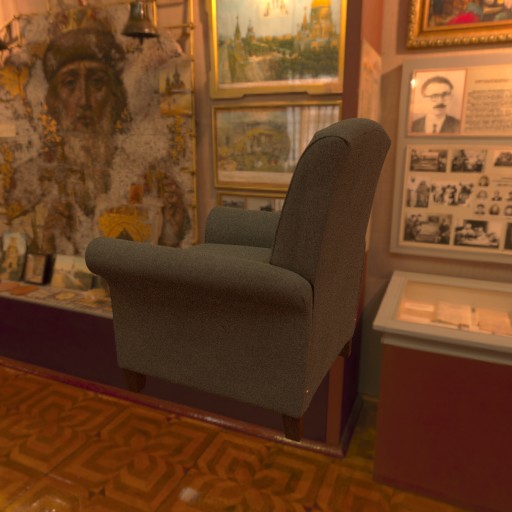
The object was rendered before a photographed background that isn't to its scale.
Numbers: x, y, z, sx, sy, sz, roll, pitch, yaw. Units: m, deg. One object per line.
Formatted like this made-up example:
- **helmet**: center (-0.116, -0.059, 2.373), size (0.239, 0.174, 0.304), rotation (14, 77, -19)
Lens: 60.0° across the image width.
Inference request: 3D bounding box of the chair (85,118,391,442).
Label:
- **chair**: center (0.000, 0.000, 1.812), size (0.905, 1.061, 0.978), rotation (7, 16, 25)
